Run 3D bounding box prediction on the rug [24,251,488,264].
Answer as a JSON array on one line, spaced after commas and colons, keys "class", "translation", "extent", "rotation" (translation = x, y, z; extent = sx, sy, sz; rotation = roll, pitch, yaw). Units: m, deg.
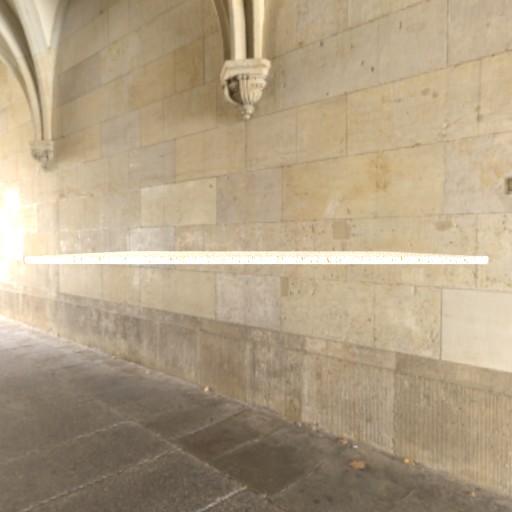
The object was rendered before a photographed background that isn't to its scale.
[{"class": "rug", "translation": [0.000, 0.000, 2.099], "extent": [1.600, 0.025, 1.199], "rotation": [0, 1, 0]}]
